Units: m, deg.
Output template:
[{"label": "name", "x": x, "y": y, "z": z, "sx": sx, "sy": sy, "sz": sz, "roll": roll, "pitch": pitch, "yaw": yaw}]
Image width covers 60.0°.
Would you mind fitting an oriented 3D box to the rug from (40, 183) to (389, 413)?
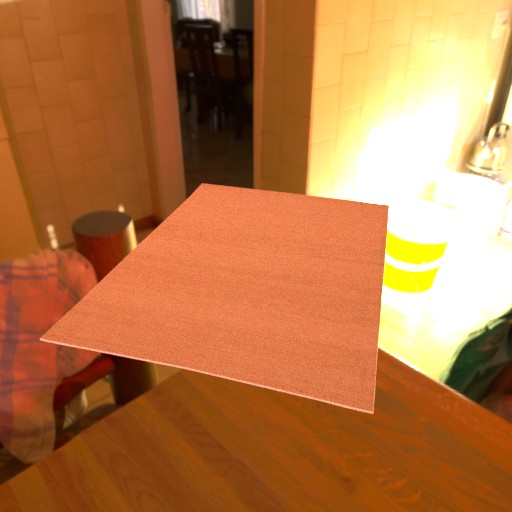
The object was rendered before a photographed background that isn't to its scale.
[{"label": "rug", "x": 0.000, "y": 0.000, "z": 4.319, "sx": 2.434, "sy": 0.045, "sz": 3.202, "roll": 9, "pitch": 32, "yaw": 14}]
